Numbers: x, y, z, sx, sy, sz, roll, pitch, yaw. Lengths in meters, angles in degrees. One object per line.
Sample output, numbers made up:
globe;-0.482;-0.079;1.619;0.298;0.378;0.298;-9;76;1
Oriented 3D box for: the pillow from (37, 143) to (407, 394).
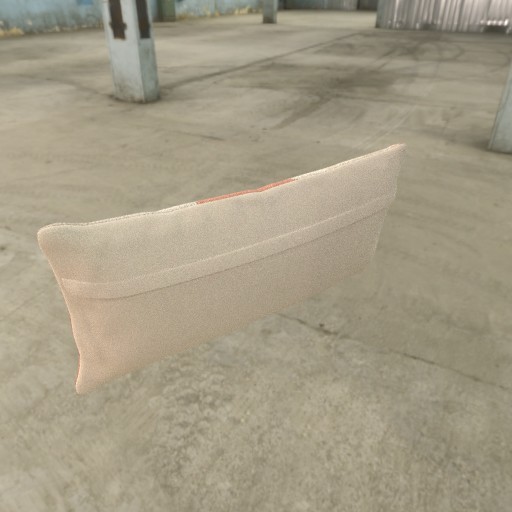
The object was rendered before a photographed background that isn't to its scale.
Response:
pillow;0.000;0.000;0.713;0.609;0.292;0.155;-19;36;-29
